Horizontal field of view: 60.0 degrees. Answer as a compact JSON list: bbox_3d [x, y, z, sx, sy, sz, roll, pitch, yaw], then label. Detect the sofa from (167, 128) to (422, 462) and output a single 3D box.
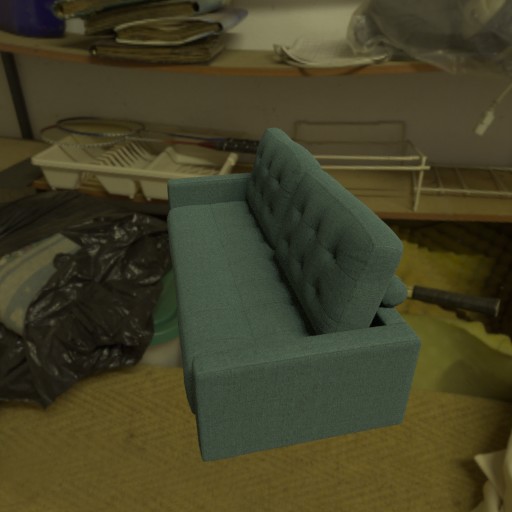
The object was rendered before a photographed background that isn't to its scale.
[{"bbox_3d":[0.000,0.000,2.556,0.966,1.050,2.010,-6,31,-11],"label":"sofa"}]
